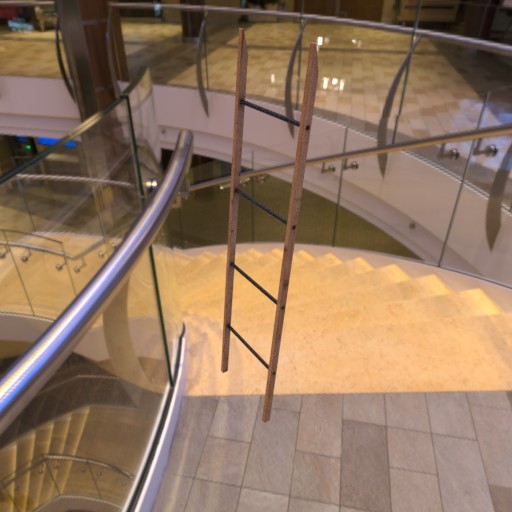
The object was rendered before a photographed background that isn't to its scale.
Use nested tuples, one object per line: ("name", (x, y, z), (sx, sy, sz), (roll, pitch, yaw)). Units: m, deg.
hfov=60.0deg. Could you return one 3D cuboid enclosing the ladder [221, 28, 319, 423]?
("ladder", (0.000, 0.000, 2.020), (0.200, 1.805, 0.442), (-22, 40, -29))
